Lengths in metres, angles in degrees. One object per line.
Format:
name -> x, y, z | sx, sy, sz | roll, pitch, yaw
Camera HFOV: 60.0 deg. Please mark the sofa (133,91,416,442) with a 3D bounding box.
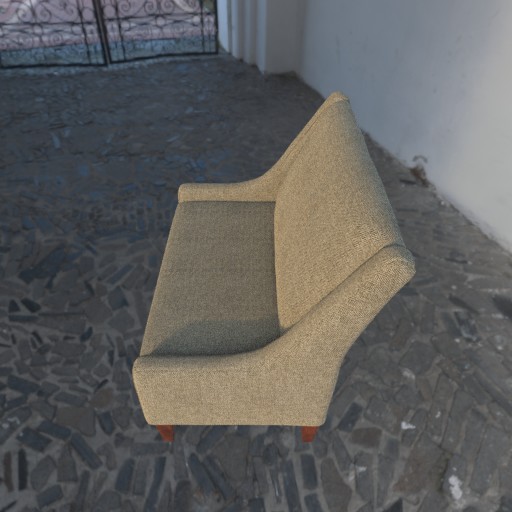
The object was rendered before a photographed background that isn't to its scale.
sofa -> 0.000, 0.000, 1.942 | 0.870, 1.021, 1.242 | 0, 41, 0
